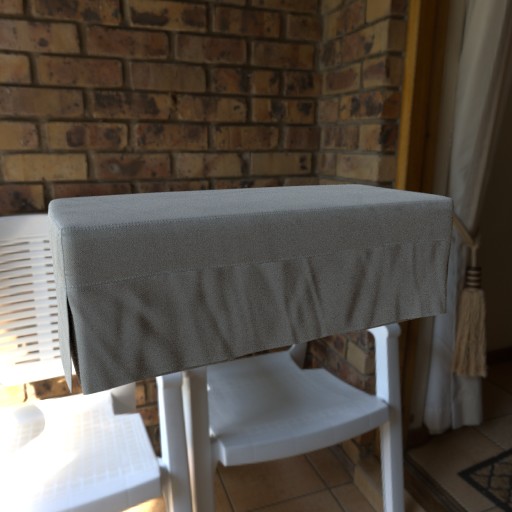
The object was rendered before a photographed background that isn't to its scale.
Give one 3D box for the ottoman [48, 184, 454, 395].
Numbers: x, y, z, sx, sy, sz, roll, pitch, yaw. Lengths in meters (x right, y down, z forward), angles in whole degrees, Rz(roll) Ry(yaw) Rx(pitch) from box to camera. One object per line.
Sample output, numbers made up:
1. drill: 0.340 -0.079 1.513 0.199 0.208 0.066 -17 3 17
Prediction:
1. ottoman: 0.000 0.000 1.648 1.388 0.457 0.665 -7 16 -25
